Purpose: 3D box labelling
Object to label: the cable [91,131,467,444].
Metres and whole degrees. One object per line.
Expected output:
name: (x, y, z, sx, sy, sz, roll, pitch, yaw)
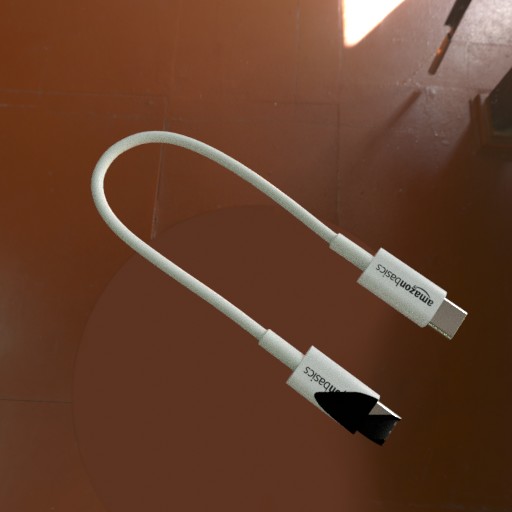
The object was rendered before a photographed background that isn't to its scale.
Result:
cable: (0.000, 0.000, 0.111, 0.098, 0.005, 0.041, 36, 78, 9)
